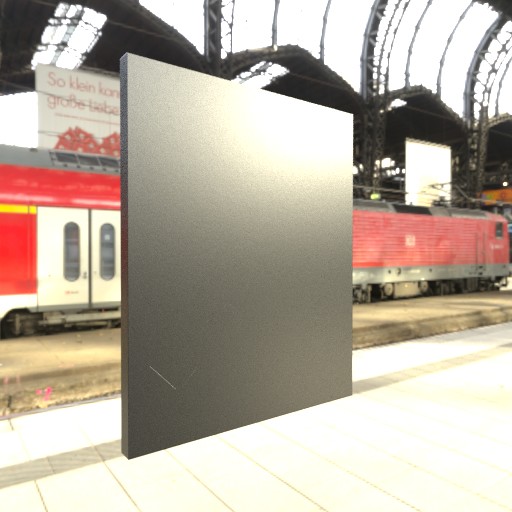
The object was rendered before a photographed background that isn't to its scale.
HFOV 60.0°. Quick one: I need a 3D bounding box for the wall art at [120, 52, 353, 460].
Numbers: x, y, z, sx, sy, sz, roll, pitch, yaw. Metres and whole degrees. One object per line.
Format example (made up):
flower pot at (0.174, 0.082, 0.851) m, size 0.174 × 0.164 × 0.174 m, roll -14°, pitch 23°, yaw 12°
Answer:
wall art at (0.000, 0.000, 0.753) m, size 0.457 × 0.557 × 0.028 m, roll 0°, pitch 1°, yaw -37°
